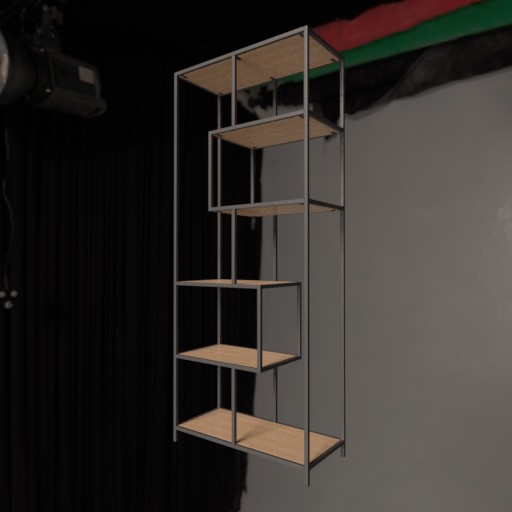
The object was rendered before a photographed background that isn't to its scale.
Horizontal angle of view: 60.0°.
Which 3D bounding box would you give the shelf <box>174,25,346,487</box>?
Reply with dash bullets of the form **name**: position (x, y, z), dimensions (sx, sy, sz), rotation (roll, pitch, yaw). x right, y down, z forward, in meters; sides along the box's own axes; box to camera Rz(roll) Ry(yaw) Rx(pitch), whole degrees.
- **shelf**: position (0.000, 0.000, 2.141), dimensions (0.770, 1.850, 0.350), rotation (0, -1, 36)
